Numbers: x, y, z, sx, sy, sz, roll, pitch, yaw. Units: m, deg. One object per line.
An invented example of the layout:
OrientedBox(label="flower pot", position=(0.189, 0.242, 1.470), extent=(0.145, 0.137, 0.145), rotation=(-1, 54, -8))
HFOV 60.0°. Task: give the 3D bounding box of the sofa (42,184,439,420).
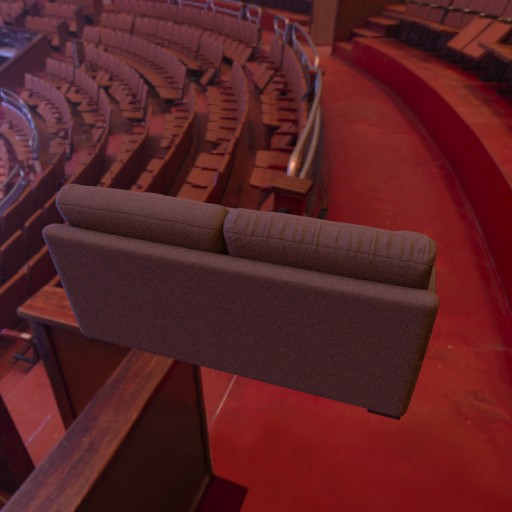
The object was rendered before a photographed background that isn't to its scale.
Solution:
OrientedBox(label="sofa", position=(0.000, 0.000, 2.476), extent=(1.869, 0.950, 1.140), rotation=(10, 34, 16))
